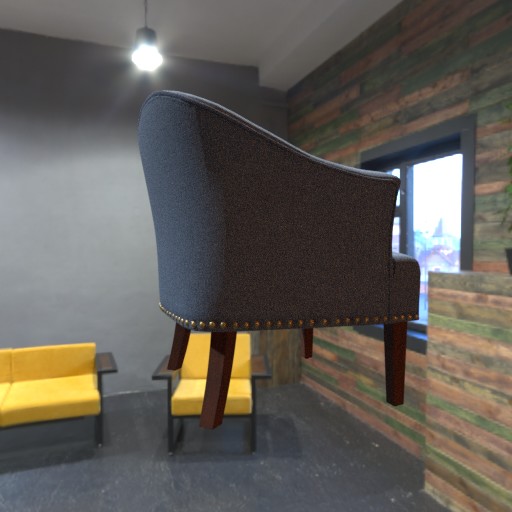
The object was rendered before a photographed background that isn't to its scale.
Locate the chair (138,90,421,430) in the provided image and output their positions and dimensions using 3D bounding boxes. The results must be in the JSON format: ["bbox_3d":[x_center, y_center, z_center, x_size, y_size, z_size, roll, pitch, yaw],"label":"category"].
[{"bbox_3d":[0.000,0.000,1.380,0.704,0.815,0.772,0,1,-19],"label":"chair"}]
